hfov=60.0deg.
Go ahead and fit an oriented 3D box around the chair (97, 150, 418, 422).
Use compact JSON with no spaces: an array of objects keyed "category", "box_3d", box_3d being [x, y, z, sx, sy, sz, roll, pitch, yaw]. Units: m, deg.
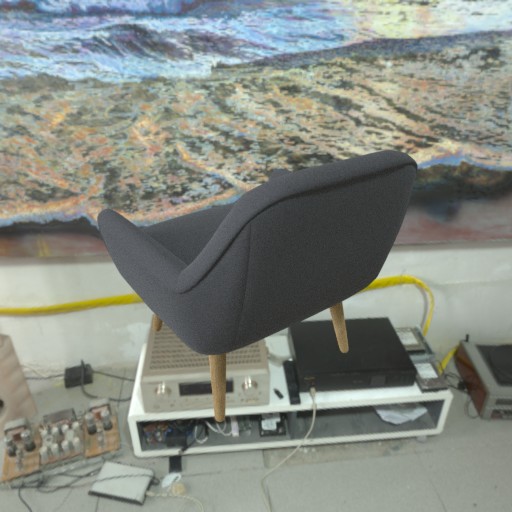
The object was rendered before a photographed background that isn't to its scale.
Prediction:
[{"category":"chair","box_3d":[0.000,0.000,1.415,0.770,0.800,0.779,-19,34,-31]}]
